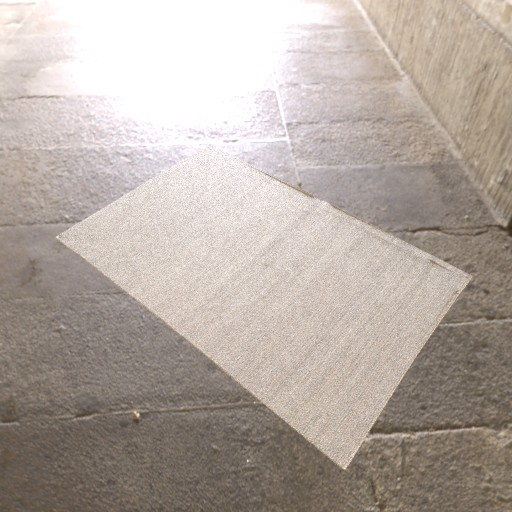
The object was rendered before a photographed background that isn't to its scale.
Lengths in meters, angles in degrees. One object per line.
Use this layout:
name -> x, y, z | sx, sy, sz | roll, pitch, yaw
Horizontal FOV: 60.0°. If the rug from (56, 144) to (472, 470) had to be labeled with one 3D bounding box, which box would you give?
rug -> 0.000, 0.000, 2.271 | 1.820, 0.022, 1.179 | 32, 54, 26
